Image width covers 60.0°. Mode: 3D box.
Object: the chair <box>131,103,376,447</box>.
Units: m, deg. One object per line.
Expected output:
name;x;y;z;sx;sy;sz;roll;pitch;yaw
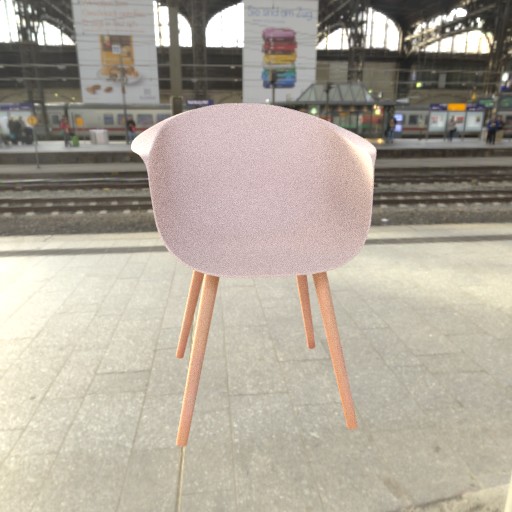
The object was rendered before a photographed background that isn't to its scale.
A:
chair;0.000;0.000;1.163;0.593;0.781;0.504;-2;17;-8
